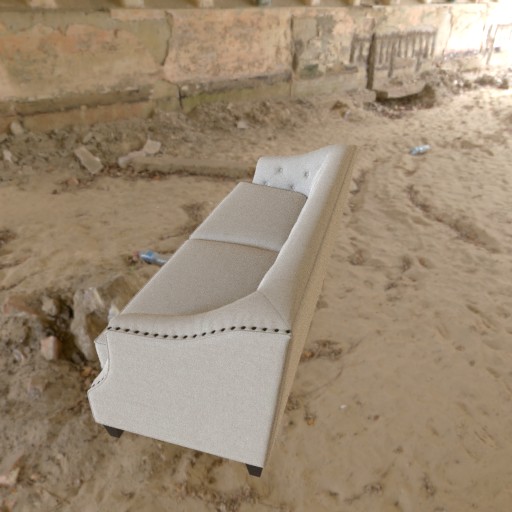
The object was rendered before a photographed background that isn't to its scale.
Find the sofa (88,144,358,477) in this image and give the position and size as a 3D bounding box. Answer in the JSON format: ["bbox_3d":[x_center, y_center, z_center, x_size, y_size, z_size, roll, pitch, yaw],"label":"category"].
[{"bbox_3d":[0.000,0.000,2.672,0.914,0.901,2.235,9,31,14],"label":"sofa"}]
